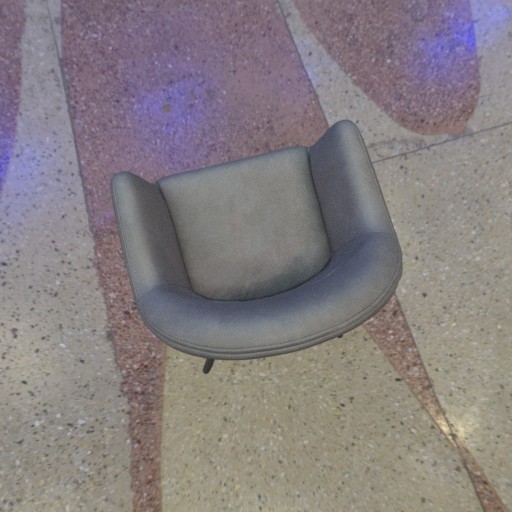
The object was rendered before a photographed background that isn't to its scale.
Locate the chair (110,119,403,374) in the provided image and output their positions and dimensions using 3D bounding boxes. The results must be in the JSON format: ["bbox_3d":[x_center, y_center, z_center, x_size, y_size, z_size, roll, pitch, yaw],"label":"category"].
[{"bbox_3d":[0.000,0.000,1.152,0.567,0.781,0.544,-14,75,-4],"label":"chair"}]
